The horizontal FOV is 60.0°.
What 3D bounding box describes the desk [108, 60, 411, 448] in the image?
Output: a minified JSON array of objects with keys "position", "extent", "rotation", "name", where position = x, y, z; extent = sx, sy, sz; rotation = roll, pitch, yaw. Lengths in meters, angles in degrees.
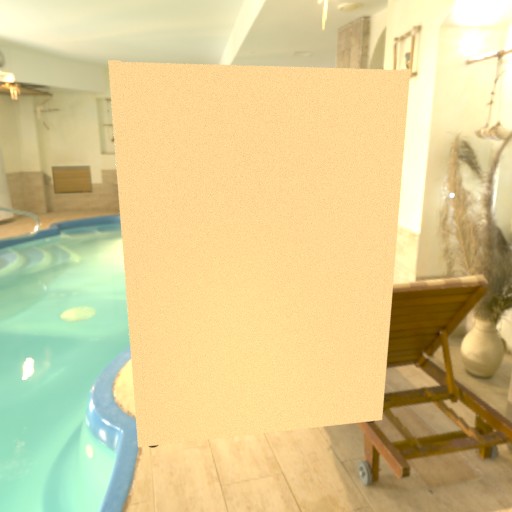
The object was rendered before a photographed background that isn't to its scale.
[{"position":[0.000,0.000,1.560],"extent":[0.850,1.190,0.390],"rotation":[-3,15,-10],"name":"desk"}]
